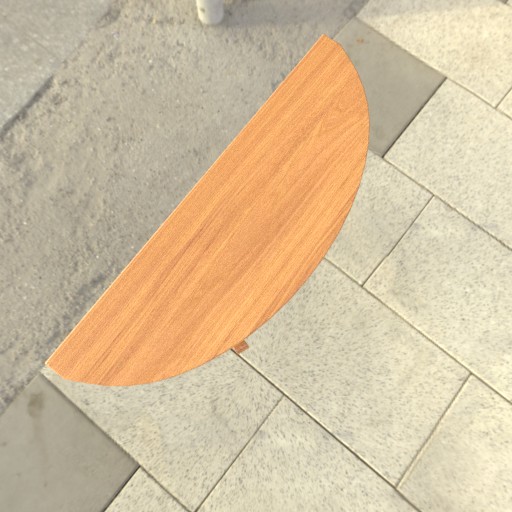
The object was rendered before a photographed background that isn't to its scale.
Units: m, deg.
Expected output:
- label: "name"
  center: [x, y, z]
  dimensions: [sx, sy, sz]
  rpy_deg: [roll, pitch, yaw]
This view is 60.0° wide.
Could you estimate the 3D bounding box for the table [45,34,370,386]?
- label: "table"
  center: [0.000, 0.000, 1.509]
  dimensions: [0.394, 0.692, 1.198]
  rpy_deg: [36, 78, 9]
